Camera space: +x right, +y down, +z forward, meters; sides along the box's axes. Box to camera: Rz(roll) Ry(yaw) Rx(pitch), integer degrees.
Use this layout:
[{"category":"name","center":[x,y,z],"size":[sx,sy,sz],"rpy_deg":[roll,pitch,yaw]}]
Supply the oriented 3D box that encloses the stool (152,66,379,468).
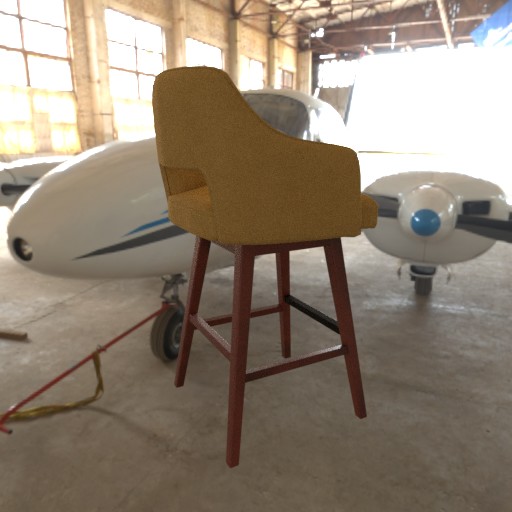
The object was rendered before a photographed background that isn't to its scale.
[{"category":"stool","center":[0.000,0.000,1.346],"size":[0.558,1.012,0.548],"rpy_deg":[-8,17,-27]}]
